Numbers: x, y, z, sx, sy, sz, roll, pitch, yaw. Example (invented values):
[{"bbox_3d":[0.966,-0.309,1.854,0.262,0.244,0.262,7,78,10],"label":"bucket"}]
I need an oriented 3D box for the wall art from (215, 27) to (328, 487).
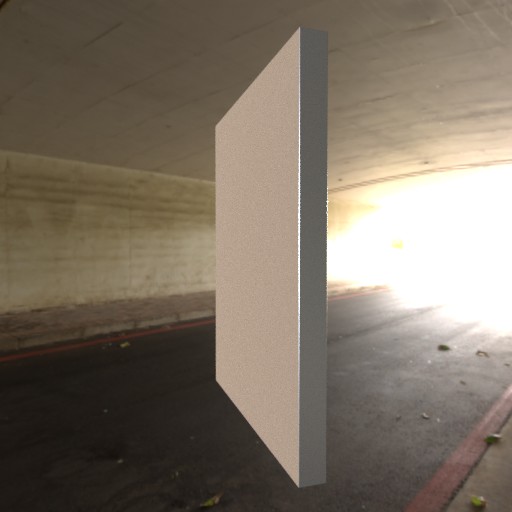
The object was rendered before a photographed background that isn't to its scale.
[{"bbox_3d":[0.000,0.000,0.749,0.038,0.549,0.452,0,1,-18],"label":"wall art"}]
